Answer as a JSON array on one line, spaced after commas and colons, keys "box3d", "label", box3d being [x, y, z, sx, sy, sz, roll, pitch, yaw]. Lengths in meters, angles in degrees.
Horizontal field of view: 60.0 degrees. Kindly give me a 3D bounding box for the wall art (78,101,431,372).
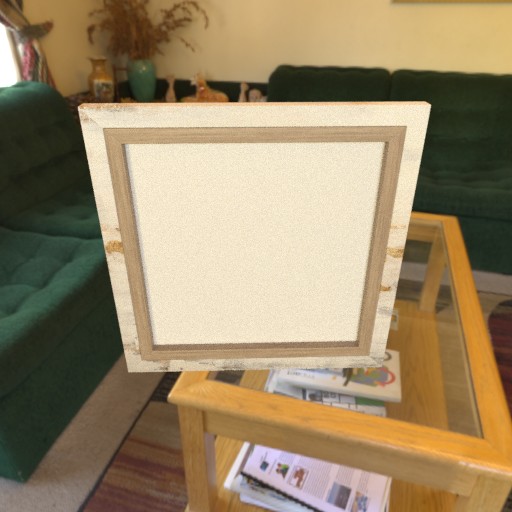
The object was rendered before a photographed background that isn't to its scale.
[{"box3d": [0.000, 0.000, 1.144, 0.753, 0.755, 0.038, -1, 29, -1], "label": "wall art"}]
